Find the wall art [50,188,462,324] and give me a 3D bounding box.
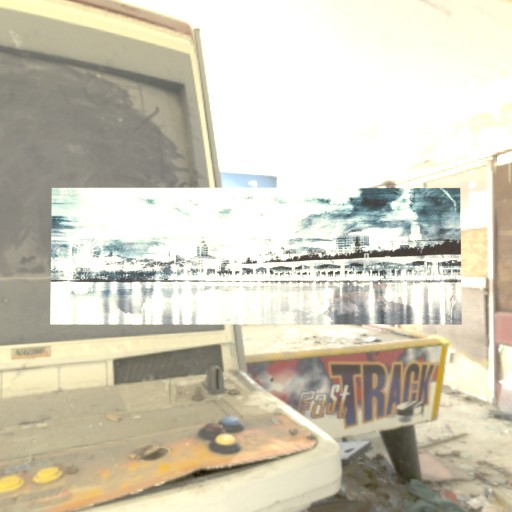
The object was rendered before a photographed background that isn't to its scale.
[{"bbox_3d":[0.000,0.000,1.664,1.524,0.509,0.037,0,-1,0],"label":"wall art"}]
